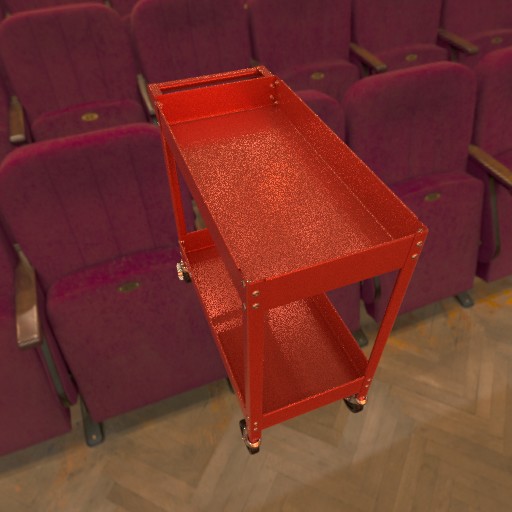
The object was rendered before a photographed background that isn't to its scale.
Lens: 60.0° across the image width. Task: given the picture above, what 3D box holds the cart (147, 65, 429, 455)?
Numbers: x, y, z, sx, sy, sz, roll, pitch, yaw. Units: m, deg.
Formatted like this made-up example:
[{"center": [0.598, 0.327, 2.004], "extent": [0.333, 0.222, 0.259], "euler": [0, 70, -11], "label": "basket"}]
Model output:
[{"center": [0.000, 0.000, 1.220], "extent": [0.366, 0.719, 0.779], "euler": [-16, 48, -15], "label": "cart"}]
